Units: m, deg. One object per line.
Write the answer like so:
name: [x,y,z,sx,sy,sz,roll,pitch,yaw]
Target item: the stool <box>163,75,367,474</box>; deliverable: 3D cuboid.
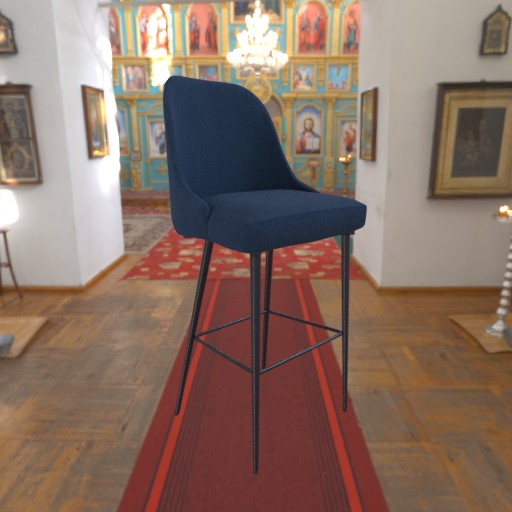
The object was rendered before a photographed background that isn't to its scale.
stool: [0.000,0.000,1.375,0.527,1.079,0.489,-13,18,-43]
